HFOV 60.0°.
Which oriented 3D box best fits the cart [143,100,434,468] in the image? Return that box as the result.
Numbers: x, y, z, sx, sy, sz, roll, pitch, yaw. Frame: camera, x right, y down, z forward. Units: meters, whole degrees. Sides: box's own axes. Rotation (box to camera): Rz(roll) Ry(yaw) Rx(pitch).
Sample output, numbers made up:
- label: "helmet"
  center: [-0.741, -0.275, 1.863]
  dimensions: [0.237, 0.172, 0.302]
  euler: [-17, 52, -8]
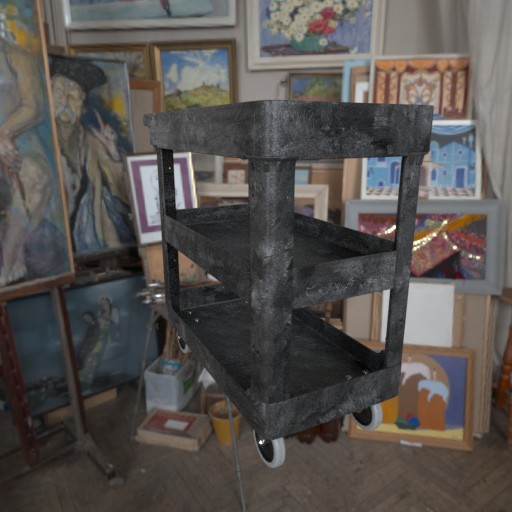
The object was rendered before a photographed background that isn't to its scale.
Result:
- label: "cart"
  center: [0.000, 0.000, 1.324]
  dimensions: [0.420, 0.824, 0.877]
  euler: [-8, 18, -26]
